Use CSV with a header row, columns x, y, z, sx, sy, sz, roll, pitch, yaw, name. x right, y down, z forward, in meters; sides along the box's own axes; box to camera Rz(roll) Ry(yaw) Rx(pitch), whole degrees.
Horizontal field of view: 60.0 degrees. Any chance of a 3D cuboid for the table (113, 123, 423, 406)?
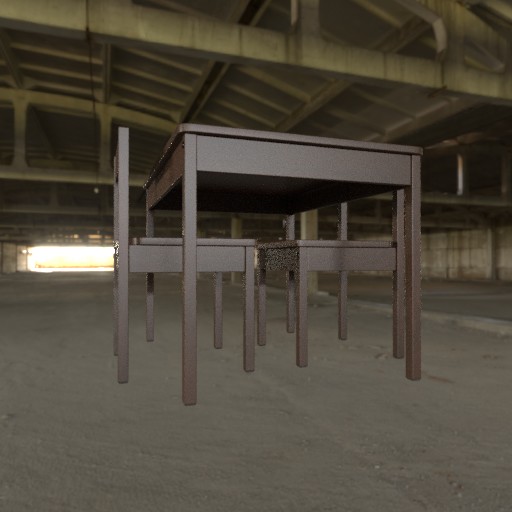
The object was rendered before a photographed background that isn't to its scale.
x,y,z,sx,sy,sz,roll,pitch,yaw,name
0.000,0.000,1.108,0.672,0.503,0.650,0,-1,-20,table
